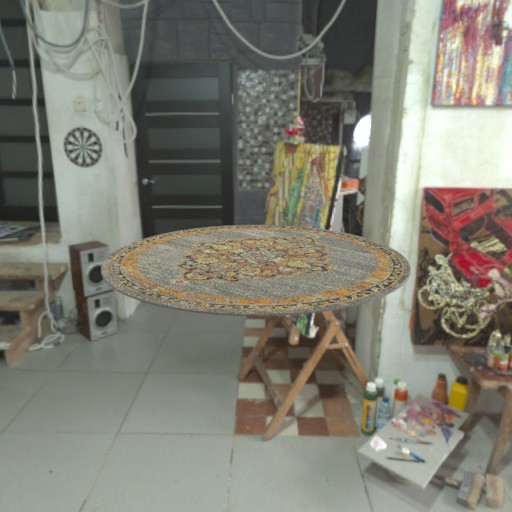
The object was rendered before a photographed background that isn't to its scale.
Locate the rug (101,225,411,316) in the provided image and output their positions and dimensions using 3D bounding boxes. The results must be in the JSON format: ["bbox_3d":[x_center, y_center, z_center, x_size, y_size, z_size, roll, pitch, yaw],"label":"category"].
[{"bbox_3d":[0.000,0.000,3.588,2.382,0.014,2.382,0,16,0],"label":"rug"}]
